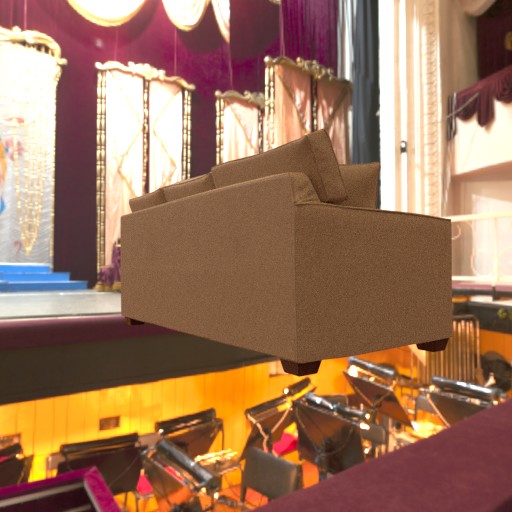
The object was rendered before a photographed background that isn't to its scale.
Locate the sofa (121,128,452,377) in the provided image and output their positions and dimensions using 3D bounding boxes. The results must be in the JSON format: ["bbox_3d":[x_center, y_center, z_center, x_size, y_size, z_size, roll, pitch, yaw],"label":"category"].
[{"bbox_3d":[0.000,0.000,2.673,1.034,0.946,1.962,1,-2,-35],"label":"sofa"}]
